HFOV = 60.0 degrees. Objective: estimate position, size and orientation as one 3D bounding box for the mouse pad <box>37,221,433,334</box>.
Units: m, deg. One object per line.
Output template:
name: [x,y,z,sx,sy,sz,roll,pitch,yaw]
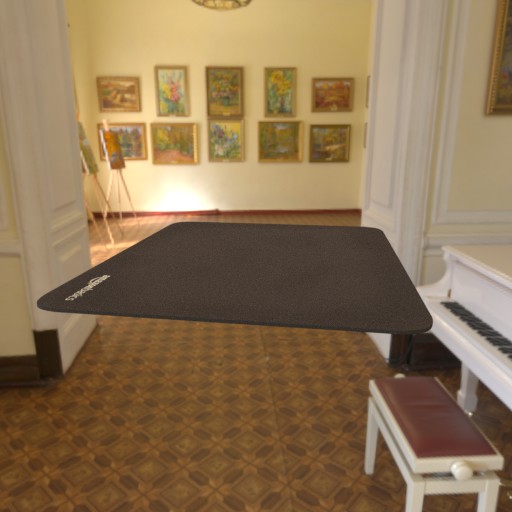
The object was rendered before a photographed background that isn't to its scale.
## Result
mouse pad: [0.000,0.000,0.336,0.211,0.002,0.249,2,15,9]
